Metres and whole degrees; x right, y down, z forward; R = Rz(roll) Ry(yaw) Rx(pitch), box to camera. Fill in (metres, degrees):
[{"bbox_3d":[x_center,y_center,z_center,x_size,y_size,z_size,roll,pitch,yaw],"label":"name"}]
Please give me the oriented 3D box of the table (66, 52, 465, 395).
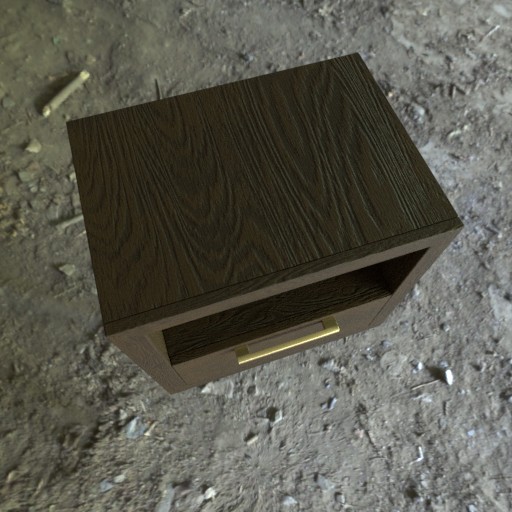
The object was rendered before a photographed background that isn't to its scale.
[{"bbox_3d":[0.000,0.000,0.988,0.560,0.585,0.439,-16,65,-8],"label":"table"}]
